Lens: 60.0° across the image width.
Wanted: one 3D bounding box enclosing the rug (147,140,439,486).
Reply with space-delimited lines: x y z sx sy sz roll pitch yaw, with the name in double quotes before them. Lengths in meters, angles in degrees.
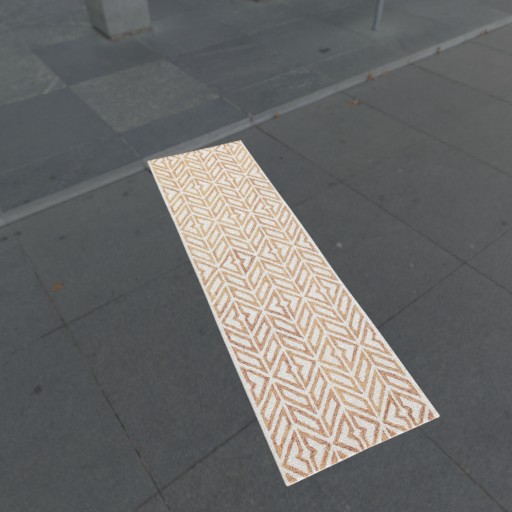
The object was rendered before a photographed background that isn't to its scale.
"rug" 0.000 0.000 2.637 0.750 0.009 2.435 -17 49 -15
